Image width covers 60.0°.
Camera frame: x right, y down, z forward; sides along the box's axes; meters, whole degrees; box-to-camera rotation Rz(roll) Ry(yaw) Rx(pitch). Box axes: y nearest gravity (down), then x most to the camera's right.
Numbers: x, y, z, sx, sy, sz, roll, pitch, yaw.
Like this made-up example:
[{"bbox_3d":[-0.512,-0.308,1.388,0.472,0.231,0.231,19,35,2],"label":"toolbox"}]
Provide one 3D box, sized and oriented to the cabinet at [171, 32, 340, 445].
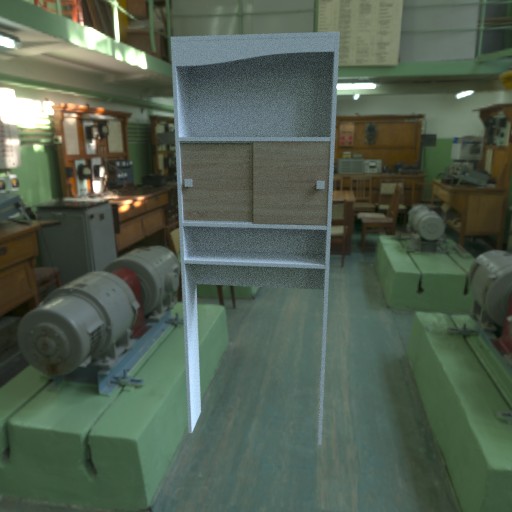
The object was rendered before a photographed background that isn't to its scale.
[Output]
[{"bbox_3d":[0.000,0.000,1.976,0.643,1.770,0.192,2,15,8],"label":"cabinet"}]
